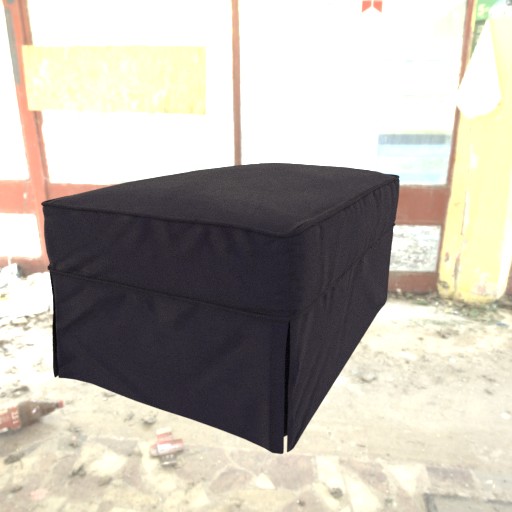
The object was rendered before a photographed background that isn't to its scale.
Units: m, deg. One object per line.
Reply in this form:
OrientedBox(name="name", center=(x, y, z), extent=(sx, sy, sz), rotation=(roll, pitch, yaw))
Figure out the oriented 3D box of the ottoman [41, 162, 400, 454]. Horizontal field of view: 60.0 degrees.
OrientedBox(name="ottoman", center=(0.000, 0.000, 1.277), extent=(0.637, 0.503, 0.938), rotation=(8, 19, 26))
